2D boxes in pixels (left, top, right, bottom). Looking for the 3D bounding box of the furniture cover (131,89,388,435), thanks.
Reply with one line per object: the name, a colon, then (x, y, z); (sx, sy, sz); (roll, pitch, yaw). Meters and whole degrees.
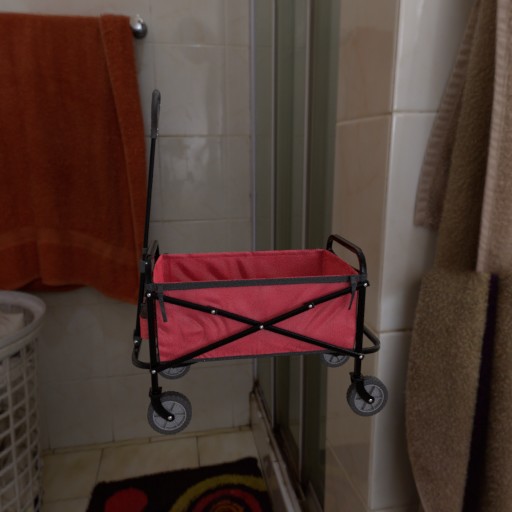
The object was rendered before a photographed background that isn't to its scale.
furniture cover: (0.000, 0.000, 1.849); (1.038, 1.295, 0.532); (-2, 14, -8)
